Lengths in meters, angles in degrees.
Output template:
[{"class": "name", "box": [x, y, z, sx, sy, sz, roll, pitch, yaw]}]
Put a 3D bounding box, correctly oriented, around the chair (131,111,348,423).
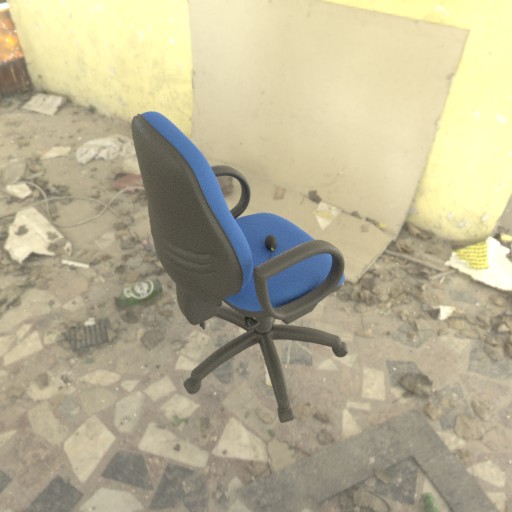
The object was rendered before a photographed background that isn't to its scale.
[{"class": "chair", "box": [0.000, 0.000, 1.252, 0.549, 0.905, 0.552, -24, 46, -25]}]
